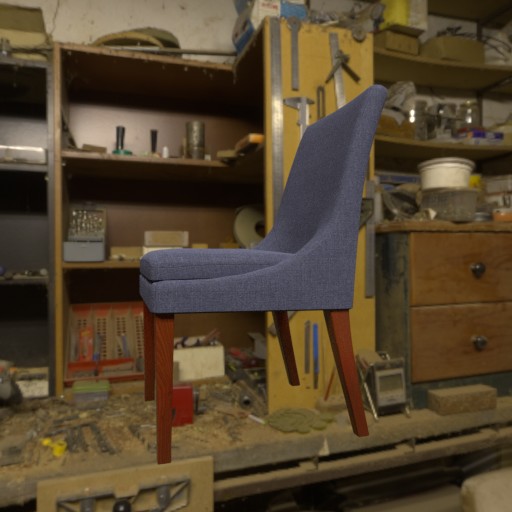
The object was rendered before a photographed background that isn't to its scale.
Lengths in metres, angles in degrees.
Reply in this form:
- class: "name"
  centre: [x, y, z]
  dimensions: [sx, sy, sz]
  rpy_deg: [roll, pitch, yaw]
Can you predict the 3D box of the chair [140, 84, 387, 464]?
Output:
- class: "chair"
  centre: [0.000, 0.000, 1.334]
  dimensions: [0.655, 0.952, 0.508]
  rpy_deg: [0, 1, -18]
